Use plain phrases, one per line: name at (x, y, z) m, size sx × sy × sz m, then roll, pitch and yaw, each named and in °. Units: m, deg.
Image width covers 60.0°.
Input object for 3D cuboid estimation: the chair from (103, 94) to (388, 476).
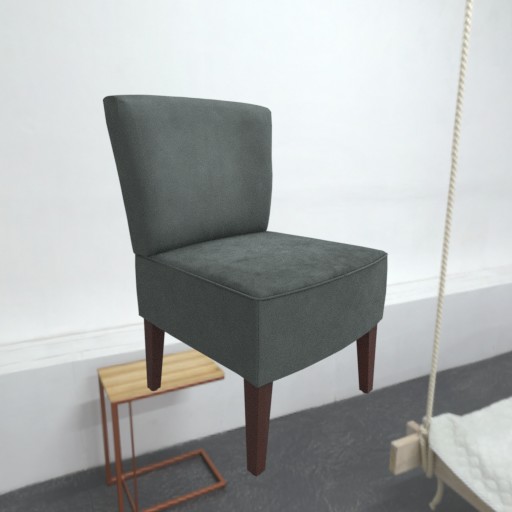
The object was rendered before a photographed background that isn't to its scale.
chair at (0.000, 0.000, 1.155) m, size 0.554 × 0.806 × 0.521 m, roll 14°, pitch 20°, yaw 43°
